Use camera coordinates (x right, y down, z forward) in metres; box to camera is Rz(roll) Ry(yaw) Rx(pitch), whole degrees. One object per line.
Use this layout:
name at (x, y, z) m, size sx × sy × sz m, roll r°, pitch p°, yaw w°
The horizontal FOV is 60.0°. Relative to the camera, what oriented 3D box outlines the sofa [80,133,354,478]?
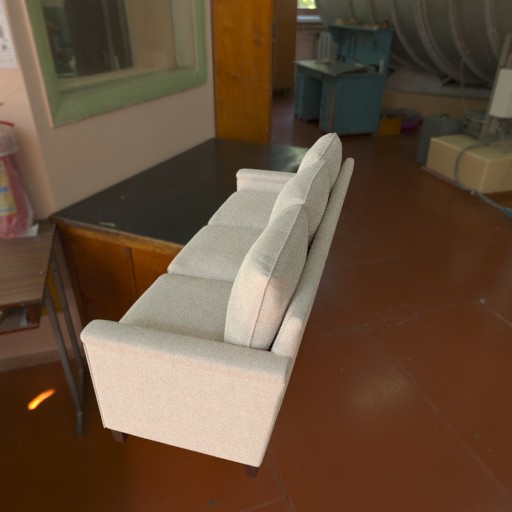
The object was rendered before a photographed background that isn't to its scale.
sofa at (0.000, 0.000, 2.377) m, size 0.828 × 0.961 × 1.925 m, roll 8°, pitch 31°, yaw 14°
